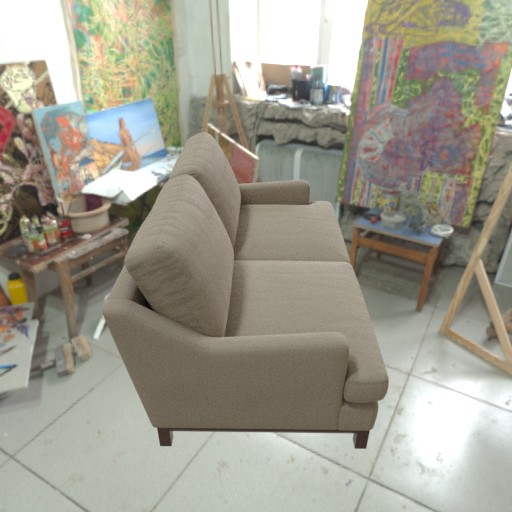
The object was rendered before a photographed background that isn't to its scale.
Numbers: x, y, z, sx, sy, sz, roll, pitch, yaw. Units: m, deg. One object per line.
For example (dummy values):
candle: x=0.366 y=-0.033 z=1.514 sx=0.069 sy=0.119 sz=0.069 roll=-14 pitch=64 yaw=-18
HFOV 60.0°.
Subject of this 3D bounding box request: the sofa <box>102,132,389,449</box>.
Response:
sofa: x=0.000 y=0.000 z=2.257 sx=1.004 sy=0.910 sz=1.619 roll=0 pitch=30 yaw=1
